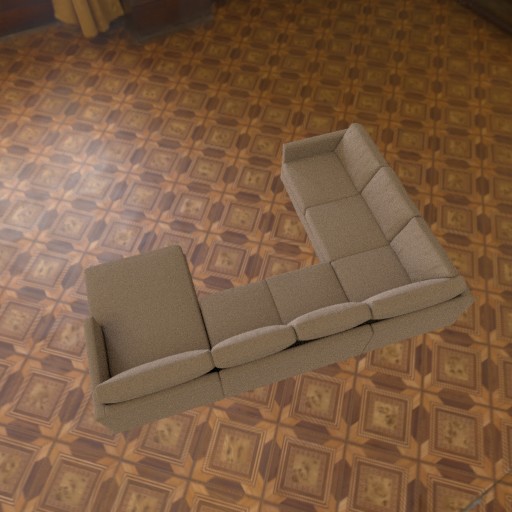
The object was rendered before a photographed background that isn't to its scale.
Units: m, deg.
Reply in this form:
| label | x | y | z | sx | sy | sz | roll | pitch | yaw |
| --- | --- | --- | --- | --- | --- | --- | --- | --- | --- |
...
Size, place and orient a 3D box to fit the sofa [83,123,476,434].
| label | x | y | z | sx | sy | sz | roll | pitch | yaw |
| --- | --- | --- | --- | --- | --- | --- | --- | --- | --- |
| sofa | 0.000 | 0.000 | 4.554 | 3.438 | 0.865 | 2.424 | -15 | 59 | -9 |
